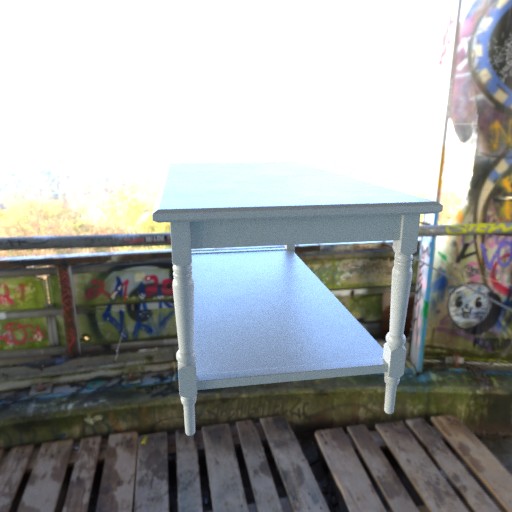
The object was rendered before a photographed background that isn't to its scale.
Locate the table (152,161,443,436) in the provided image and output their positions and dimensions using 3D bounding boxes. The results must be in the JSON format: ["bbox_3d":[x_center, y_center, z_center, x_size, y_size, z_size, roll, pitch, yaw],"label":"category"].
[{"bbox_3d":[0.000,0.000,1.408,0.551,0.506,1.109,-3,16,-9],"label":"table"}]
